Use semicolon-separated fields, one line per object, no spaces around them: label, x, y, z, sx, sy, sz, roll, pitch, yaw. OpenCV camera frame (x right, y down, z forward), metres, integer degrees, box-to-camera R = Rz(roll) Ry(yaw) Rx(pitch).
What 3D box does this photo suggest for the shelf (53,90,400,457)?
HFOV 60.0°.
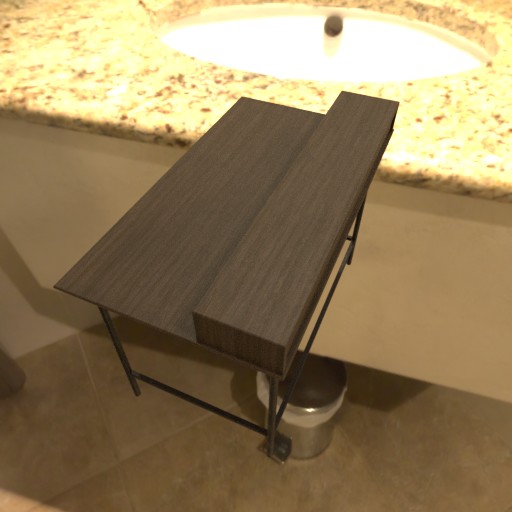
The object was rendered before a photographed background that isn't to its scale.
shelf;0.000;0.000;1.734;0.685;0.865;1.212;18;49;16
